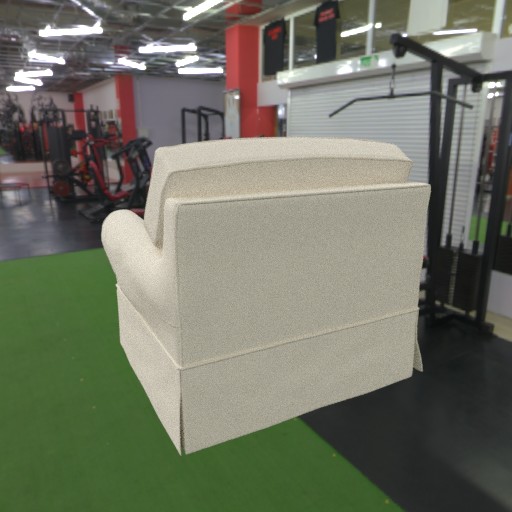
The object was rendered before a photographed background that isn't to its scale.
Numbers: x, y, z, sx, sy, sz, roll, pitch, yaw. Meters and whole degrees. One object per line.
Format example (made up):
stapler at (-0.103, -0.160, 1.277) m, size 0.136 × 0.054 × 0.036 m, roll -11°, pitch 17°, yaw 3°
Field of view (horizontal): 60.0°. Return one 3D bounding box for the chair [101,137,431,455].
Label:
chair at (0.000, 0.000, 1.843) m, size 1.099 × 0.958 × 0.904 m, roll -8°, pitch 17°, yaw -27°
